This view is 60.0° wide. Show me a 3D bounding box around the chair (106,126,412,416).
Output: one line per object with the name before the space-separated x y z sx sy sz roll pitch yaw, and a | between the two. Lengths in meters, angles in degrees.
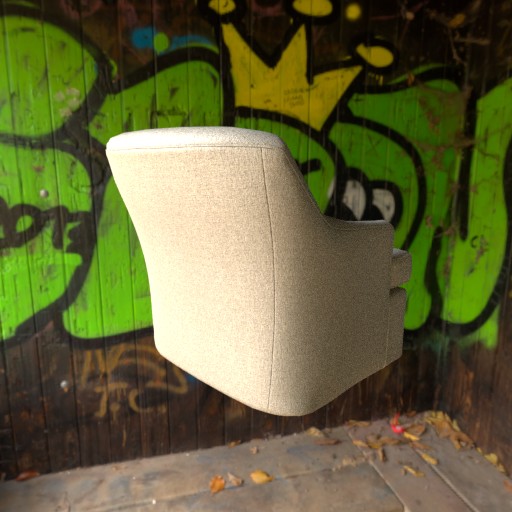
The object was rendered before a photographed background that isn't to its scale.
chair | 0.000 0.000 1.624 0.923 0.856 0.864 -11 16 -42
